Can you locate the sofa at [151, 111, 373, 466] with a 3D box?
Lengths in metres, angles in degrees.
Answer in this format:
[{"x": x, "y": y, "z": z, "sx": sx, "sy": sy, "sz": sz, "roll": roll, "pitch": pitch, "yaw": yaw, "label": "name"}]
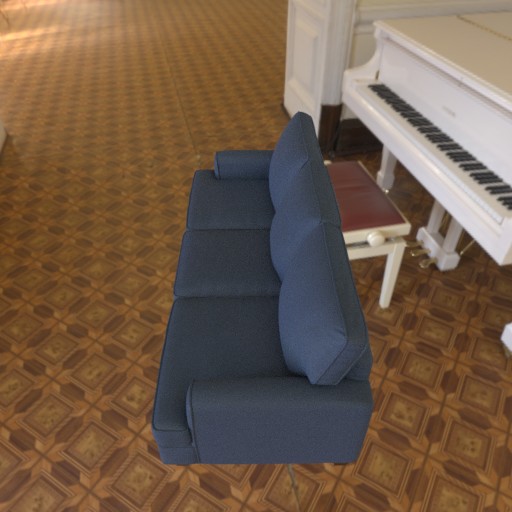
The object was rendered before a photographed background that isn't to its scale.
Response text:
[{"x": 0.000, "y": 0.000, "z": 2.635, "sx": 0.951, "sy": 0.965, "sz": 2.158, "roll": -1, "pitch": 41, "yaw": -1, "label": "sofa"}]
